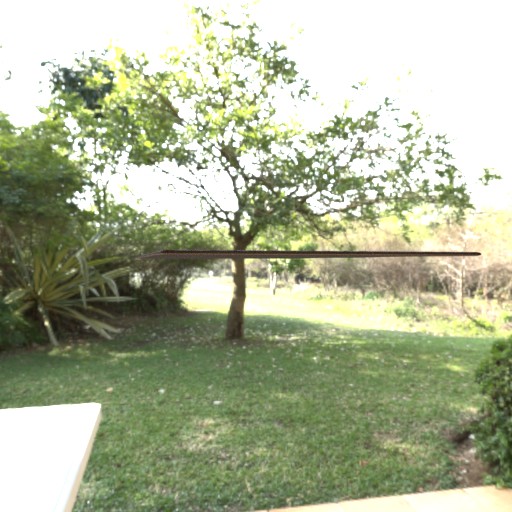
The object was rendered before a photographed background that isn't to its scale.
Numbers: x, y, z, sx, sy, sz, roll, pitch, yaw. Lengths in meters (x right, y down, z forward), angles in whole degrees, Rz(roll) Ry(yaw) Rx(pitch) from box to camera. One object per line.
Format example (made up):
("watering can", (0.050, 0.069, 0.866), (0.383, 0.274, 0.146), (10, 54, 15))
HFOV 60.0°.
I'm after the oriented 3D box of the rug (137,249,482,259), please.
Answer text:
("rug", (0.000, 0.000, 3.079), (1.521, 0.023, 2.464), (0, -1, -17))
